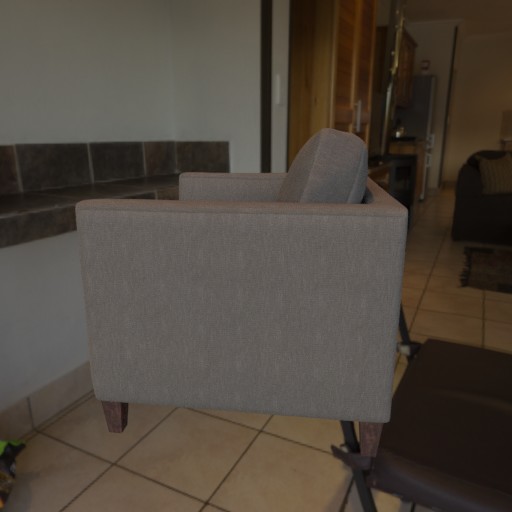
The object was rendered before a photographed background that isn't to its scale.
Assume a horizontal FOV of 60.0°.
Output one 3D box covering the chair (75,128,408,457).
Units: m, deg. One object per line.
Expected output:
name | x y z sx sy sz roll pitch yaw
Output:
chair | 0.000 0.000 1.764 0.959 0.963 1.107 2 15 7
